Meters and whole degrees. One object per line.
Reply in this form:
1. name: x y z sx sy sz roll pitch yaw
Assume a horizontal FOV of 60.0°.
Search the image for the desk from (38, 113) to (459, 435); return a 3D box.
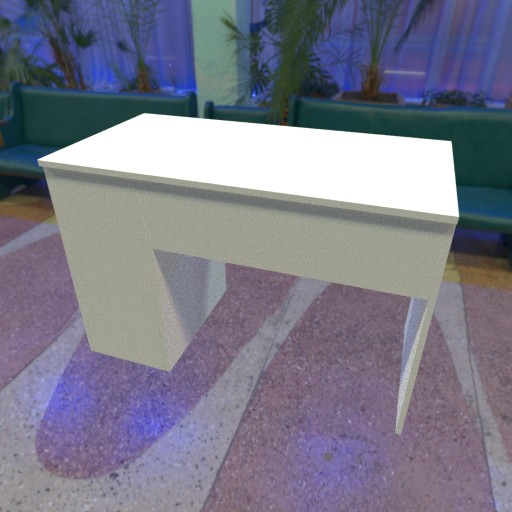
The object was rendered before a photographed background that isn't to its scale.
1. desk: 0.000 0.000 1.495 1.096 0.730 0.560 10 33 16
